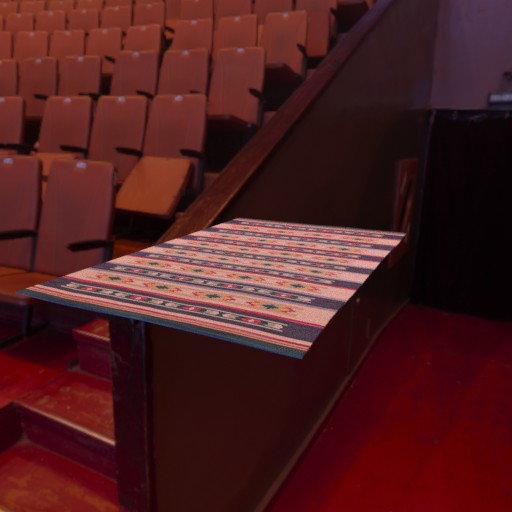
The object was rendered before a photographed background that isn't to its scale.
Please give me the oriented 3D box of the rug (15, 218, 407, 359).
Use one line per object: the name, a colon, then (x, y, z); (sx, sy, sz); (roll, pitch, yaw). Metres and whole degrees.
rug: (0.000, 0.000, 2.862); (1.522, 0.010, 2.311); (8, 17, 26)
